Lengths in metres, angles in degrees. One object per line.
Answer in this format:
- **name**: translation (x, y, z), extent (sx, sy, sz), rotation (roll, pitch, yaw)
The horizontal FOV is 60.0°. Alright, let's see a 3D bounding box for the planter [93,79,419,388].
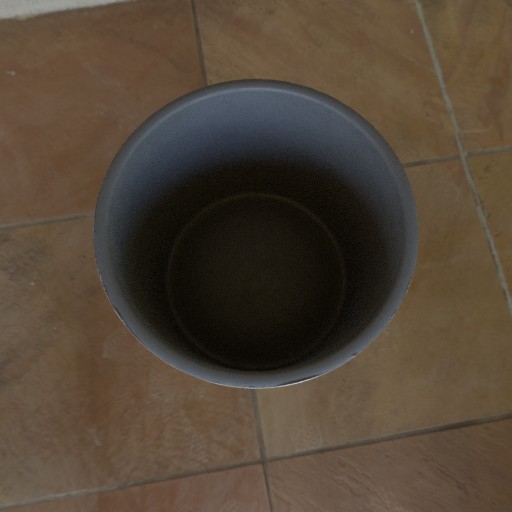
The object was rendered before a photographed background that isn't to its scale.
- **planter**: translation (0.000, 0.000, 0.397), extent (0.226, 0.201, 0.226), rotation (0, 75, 0)
